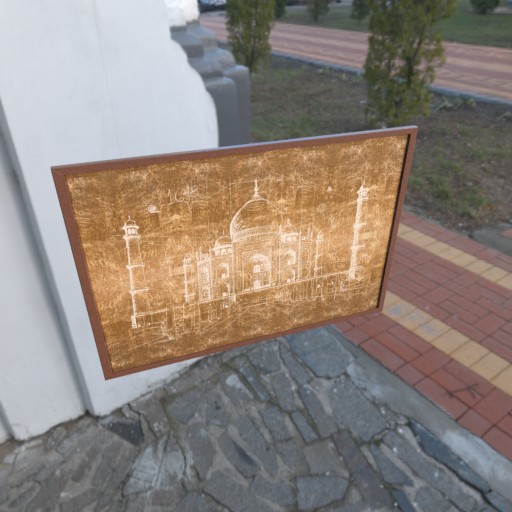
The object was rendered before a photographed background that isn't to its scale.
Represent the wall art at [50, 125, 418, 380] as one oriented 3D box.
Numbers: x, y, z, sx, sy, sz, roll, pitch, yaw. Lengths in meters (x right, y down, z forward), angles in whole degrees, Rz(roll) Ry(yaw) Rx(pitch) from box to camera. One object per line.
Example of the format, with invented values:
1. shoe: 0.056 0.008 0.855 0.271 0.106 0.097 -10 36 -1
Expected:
1. wall art: 0.000 0.000 0.885 0.660 0.455 0.014 -11 34 -17
